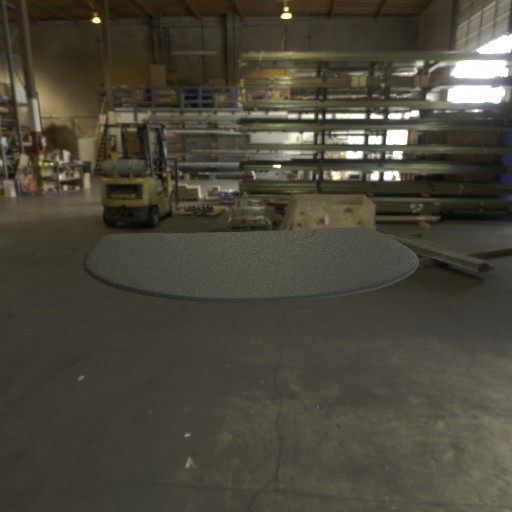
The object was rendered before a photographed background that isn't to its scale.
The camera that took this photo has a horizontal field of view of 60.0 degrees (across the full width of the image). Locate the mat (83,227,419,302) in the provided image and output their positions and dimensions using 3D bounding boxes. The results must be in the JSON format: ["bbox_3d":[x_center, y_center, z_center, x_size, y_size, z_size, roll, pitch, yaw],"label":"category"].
[{"bbox_3d":[0.000,0.000,1.582,1.220,0.016,0.917,-2,14,-8],"label":"mat"}]
